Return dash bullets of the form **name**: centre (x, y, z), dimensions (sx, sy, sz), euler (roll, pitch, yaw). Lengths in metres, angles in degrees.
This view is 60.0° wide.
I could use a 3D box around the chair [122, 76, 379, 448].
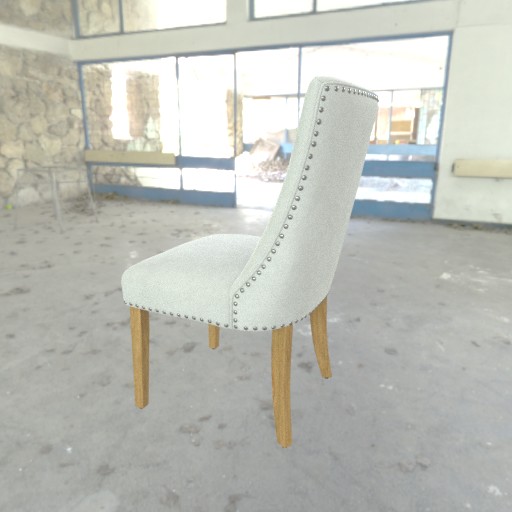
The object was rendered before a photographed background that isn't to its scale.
- **chair**: centre (0.000, 0.000, 1.281), dimensions (0.610, 0.902, 0.495), euler (7, 17, 24)
